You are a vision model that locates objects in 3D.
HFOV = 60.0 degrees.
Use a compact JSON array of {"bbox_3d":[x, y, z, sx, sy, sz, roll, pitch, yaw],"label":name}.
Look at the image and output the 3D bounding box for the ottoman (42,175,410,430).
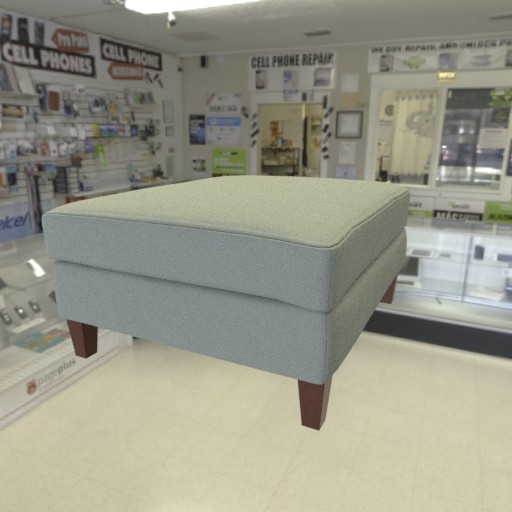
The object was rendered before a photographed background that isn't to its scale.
[{"bbox_3d":[0.000,0.000,1.483,0.842,0.494,0.991,8,18,26],"label":"ottoman"}]
